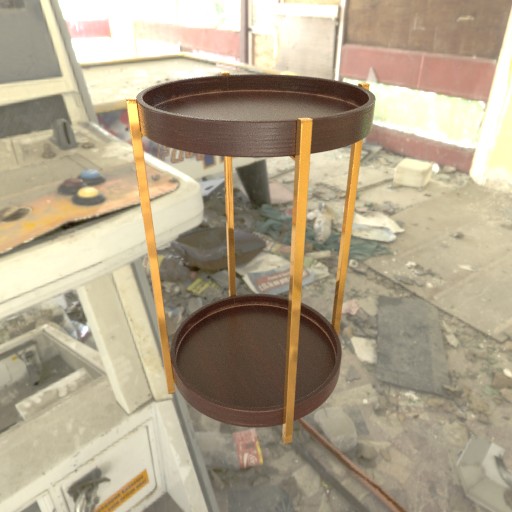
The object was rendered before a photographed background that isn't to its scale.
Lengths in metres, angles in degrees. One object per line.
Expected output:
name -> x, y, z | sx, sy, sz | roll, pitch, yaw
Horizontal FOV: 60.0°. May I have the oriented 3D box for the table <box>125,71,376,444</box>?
table -> 0.000, 0.000, 0.855 | 0.400, 0.610, 0.400 | -9, 32, -15
